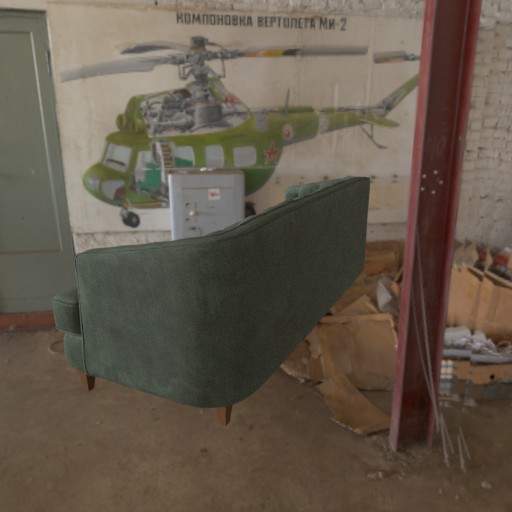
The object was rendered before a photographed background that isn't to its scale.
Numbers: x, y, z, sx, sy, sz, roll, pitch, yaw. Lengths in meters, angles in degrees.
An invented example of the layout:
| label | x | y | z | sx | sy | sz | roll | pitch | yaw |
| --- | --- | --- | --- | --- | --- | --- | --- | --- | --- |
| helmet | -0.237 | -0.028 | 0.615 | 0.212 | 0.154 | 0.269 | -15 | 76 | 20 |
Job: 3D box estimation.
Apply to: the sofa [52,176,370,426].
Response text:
| label | x | y | z | sx | sy | sz | roll | pitch | yaw |
| --- | --- | --- | --- | --- | --- | --- | --- | --- | --- |
| sofa | 0.000 | 0.000 | 2.729 | 0.941 | 0.855 | 2.278 | 8 | 19 | 26 |
